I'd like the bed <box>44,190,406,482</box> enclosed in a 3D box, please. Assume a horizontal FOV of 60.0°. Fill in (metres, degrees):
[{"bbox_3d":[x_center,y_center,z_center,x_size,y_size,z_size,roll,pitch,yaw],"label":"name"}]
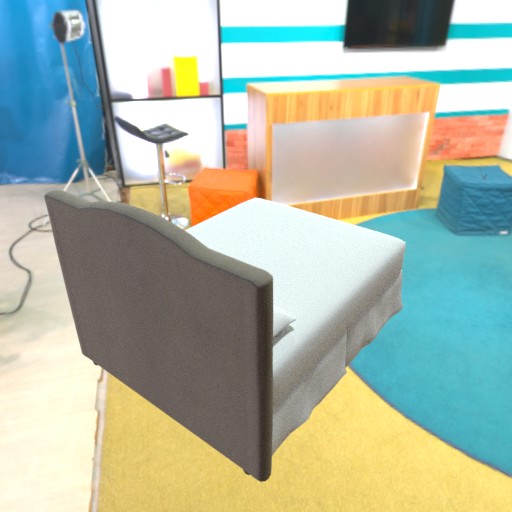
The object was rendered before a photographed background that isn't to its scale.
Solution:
[{"bbox_3d":[0.000,0.000,3.298,1.744,1.441,2.128,21,35,32],"label":"bed"}]
